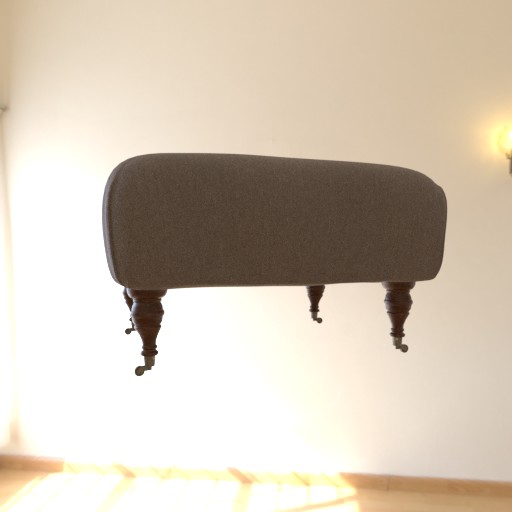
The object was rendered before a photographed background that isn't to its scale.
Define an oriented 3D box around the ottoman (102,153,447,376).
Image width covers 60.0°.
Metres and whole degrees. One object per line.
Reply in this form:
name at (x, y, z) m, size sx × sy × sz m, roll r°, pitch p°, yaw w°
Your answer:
ottoman at (0.000, 0.000, 1.139) m, size 0.747 × 0.450 × 0.622 m, roll 0°, pitch 1°, yaw -19°
